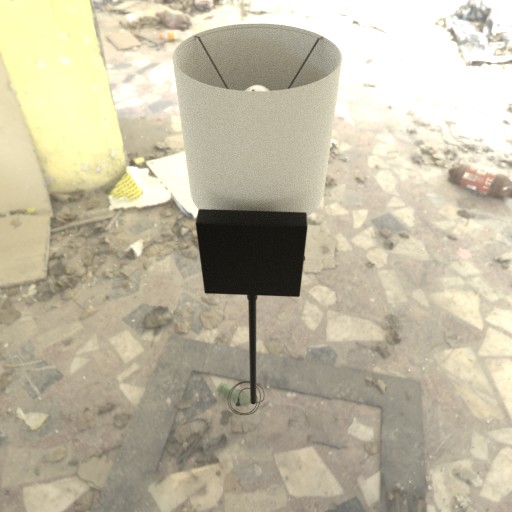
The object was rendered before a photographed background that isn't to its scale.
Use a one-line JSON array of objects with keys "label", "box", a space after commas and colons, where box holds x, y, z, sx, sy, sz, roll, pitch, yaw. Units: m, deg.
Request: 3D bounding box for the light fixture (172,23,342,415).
[{"label": "light fixture", "box": [0.000, 0.000, 0.685, 0.188, 0.589, 0.248, 2, 46, 2]}]
